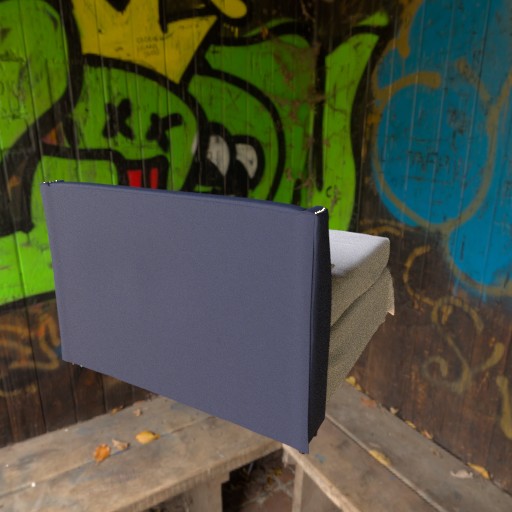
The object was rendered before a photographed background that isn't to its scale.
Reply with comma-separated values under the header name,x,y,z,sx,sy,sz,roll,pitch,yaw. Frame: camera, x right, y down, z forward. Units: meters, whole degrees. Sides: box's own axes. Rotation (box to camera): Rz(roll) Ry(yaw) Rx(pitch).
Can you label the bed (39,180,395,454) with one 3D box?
name,x,y,z,sx,sy,sz,roll,pitch,yaw
bed,0.000,0.000,3.484,1.925,1.332,2.276,10,20,28
